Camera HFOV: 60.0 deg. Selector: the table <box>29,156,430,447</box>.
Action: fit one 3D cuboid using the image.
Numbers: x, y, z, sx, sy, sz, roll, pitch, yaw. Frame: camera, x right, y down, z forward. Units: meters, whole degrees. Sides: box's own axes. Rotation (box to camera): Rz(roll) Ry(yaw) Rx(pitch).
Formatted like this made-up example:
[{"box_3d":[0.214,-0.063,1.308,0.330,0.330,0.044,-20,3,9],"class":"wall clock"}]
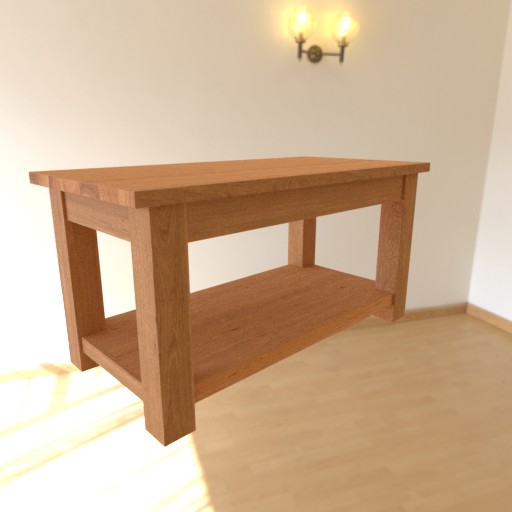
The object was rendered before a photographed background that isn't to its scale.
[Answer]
[{"box_3d":[0.000,0.000,1.139,0.899,0.452,0.450,-14,21,-42],"class":"table"}]
